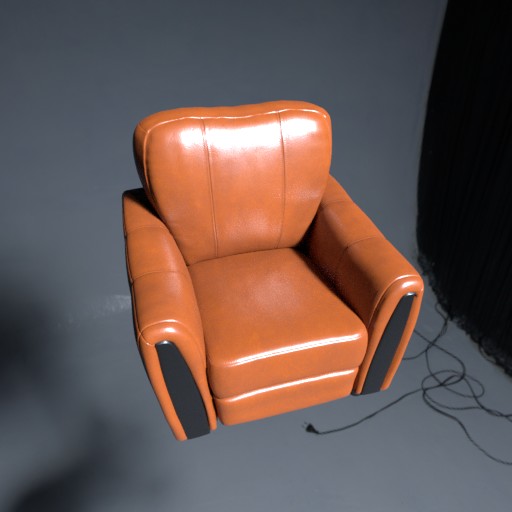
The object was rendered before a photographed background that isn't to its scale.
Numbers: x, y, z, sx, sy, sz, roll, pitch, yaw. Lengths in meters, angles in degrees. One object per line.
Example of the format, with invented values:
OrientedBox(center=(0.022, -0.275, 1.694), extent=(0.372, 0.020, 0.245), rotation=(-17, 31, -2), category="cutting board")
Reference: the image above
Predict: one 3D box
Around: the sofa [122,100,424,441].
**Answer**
OrientedBox(center=(0.000, 0.000, 1.490), extent=(0.836, 0.876, 0.789), rotation=(-9, 34, -14), category="sofa")
